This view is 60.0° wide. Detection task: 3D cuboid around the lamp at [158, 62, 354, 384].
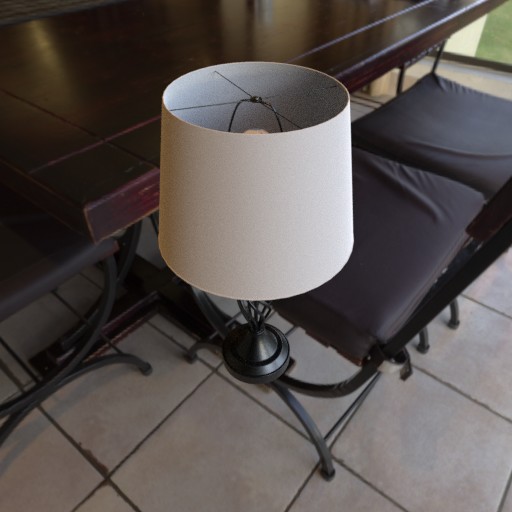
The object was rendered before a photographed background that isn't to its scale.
[{"bbox_3d":[0.000,0.000,0.800,0.331,0.594,0.331,0,41,0],"label":"lamp"}]
